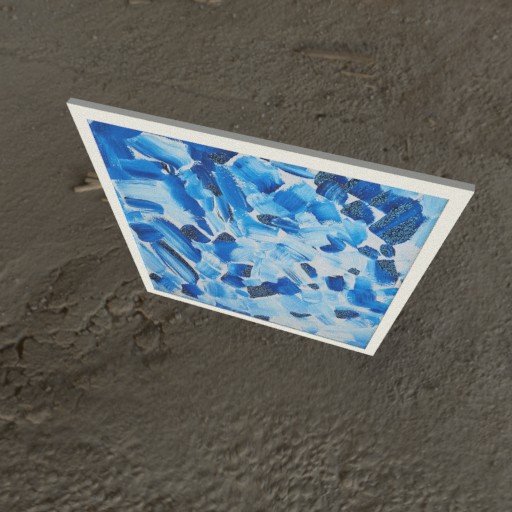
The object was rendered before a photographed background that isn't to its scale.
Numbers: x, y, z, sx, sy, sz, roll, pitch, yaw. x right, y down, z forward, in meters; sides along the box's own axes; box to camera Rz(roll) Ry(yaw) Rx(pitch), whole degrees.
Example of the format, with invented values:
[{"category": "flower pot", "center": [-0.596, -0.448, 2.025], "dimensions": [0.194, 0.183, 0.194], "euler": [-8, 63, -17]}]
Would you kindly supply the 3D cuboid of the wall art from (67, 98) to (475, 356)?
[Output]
[{"category": "wall art", "center": [0.000, 0.000, 0.969], "dimensions": [0.660, 0.660, 0.015], "euler": [15, 58, 9]}]
